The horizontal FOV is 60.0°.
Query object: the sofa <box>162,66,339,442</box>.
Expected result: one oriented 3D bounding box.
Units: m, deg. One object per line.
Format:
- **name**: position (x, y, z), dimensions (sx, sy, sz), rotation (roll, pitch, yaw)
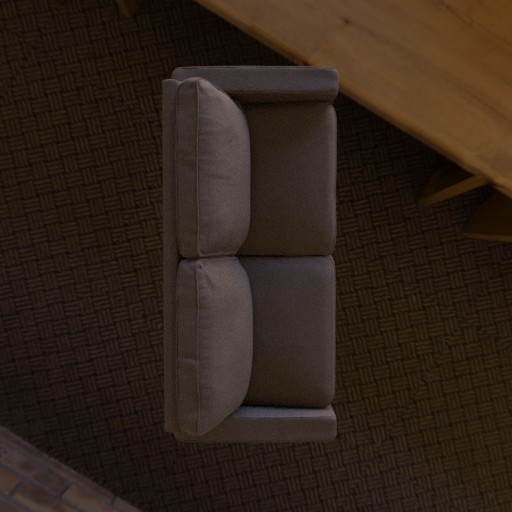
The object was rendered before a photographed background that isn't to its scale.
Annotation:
- **sofa**: position (0.000, 0.000, 2.575), dimensions (0.940, 0.919, 2.080), rotation (0, 92, -1)
